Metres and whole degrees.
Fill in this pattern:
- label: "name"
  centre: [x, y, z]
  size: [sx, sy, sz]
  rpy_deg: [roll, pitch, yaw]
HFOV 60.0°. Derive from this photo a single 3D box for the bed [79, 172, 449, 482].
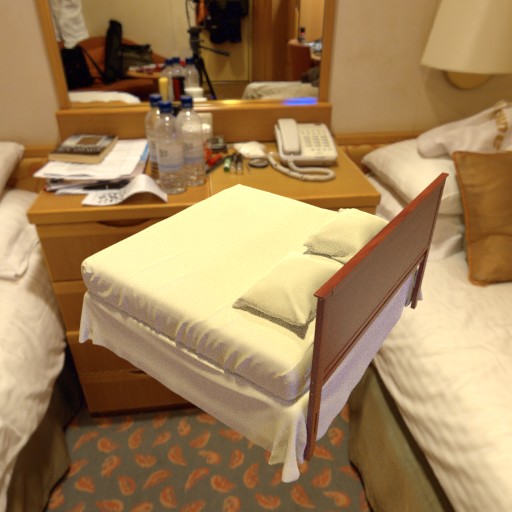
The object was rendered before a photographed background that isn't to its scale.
- label: "bed"
  centre: [0.000, 0.000, 3.598]
  size: [2.219, 1.271, 2.314]
  rpy_deg: [21, 37, 30]
